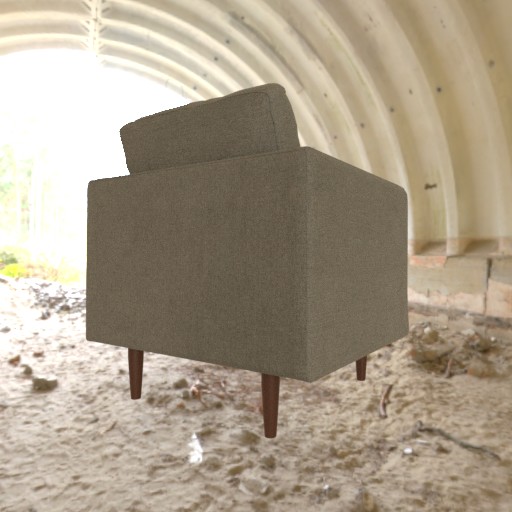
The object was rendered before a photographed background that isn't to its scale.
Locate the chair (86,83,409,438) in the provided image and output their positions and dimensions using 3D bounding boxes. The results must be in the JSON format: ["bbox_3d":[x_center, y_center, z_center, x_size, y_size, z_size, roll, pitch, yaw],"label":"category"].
[{"bbox_3d":[0.000,0.000,1.550,0.855,0.927,0.800,0,0,35],"label":"chair"}]
